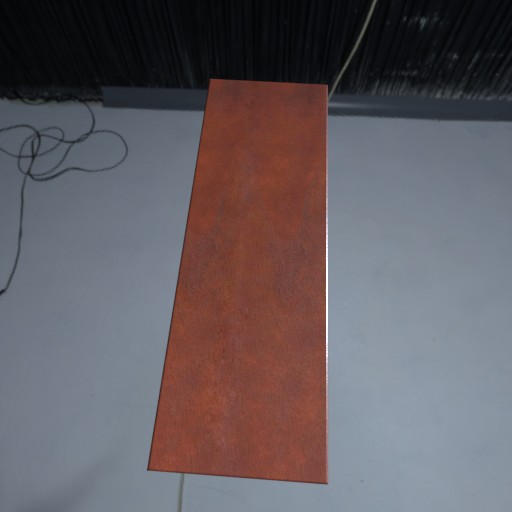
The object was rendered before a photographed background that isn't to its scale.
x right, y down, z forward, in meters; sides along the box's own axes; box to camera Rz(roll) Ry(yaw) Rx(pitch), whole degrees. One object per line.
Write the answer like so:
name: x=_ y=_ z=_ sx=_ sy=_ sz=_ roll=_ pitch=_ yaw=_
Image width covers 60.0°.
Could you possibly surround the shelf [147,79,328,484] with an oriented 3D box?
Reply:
shelf: x=0.000 y=0.000 z=0.511 sx=0.152 sy=0.088 sz=0.457 roll=4 pitch=64 yaw=2
